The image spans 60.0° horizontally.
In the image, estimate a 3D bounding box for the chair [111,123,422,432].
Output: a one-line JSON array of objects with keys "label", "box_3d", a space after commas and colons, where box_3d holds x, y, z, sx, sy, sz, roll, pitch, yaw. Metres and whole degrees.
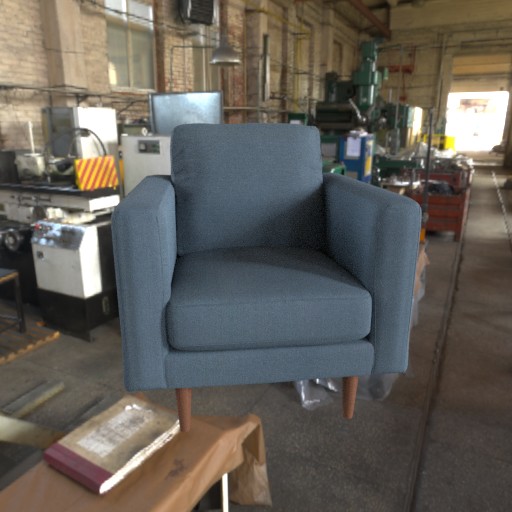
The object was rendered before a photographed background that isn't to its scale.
[{"label": "chair", "box_3d": [0.000, 0.000, 1.589, 0.855, 0.922, 0.820, -2, 16, -7]}]
